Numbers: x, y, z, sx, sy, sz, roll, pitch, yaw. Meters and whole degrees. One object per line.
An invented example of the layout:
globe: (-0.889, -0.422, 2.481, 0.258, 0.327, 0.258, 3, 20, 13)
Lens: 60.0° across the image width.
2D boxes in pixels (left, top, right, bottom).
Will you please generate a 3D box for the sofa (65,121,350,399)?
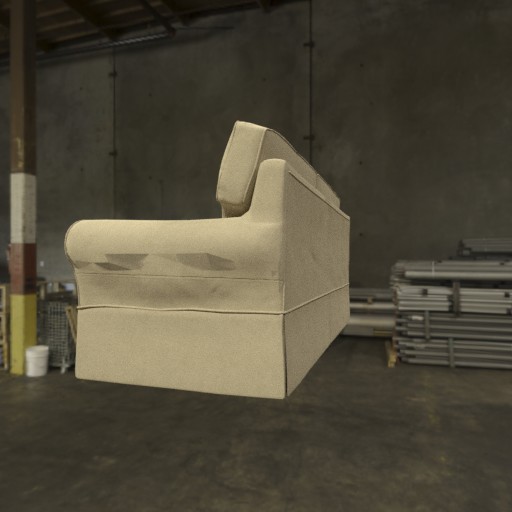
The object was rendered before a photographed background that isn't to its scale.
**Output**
sofa: (0.000, 0.000, 2.644, 0.900, 1.014, 2.246, 0, -1, 18)
